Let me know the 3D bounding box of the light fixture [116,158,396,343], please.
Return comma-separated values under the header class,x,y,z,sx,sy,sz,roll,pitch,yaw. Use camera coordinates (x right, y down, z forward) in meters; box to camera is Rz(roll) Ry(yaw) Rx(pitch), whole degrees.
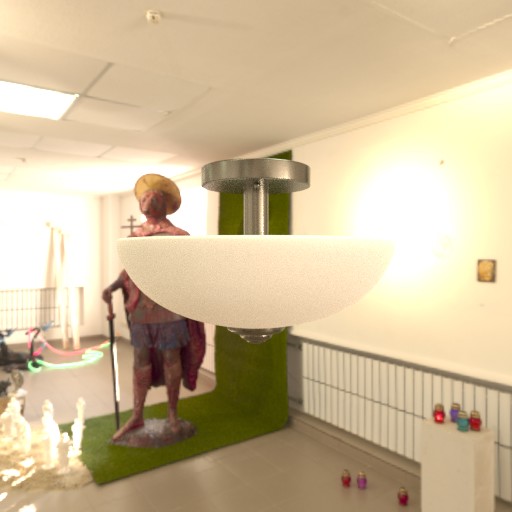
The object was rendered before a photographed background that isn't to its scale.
class,x,y,z,sx,sy,sz,roll,pitch,yaw
light fixture,0.000,0.000,0.548,0.330,0.214,0.330,0,1,0
